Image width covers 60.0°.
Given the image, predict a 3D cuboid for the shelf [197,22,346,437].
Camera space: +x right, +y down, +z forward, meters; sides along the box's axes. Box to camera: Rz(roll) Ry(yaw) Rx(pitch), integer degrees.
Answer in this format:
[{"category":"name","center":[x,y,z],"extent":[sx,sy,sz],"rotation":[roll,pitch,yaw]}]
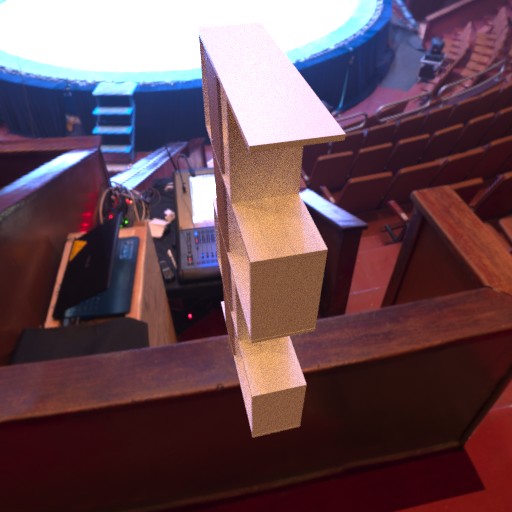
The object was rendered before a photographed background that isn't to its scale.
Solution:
[{"category":"shelf","center":[0.000,0.000,1.975],"extent":[0.250,1.650,0.890],"rotation":[-10,45,-10]}]
